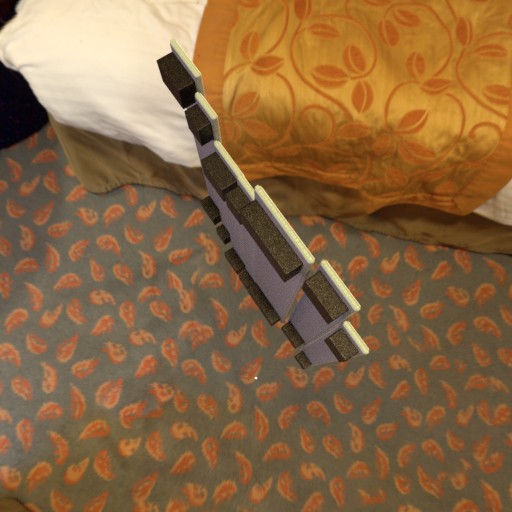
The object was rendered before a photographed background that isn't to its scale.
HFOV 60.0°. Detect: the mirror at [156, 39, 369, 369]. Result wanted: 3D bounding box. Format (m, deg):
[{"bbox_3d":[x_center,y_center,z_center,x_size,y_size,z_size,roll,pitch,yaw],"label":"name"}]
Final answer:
[{"bbox_3d":[0.000,0.000,0.785,0.058,0.611,0.445,-33,77,-9],"label":"mirror"}]
